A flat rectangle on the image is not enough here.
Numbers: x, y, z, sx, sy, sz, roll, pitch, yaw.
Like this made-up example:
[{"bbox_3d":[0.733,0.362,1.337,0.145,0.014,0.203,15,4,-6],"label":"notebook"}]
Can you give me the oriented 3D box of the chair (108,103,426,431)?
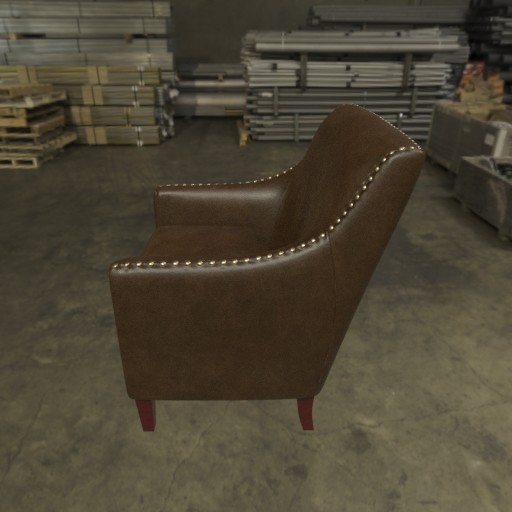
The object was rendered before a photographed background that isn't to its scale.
[{"bbox_3d":[0.000,0.000,1.329,0.704,0.813,0.639,0,27,-1],"label":"chair"}]
